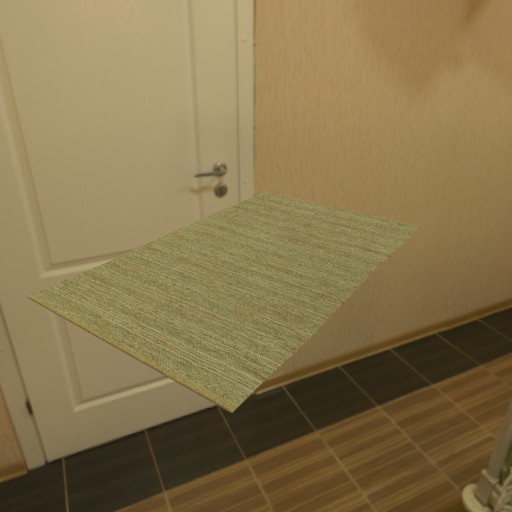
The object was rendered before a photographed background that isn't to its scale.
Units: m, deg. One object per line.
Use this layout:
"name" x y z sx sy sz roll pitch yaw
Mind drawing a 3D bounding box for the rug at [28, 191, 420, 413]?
"rug" 0.000 0.000 3.080 1.540 0.012 2.448 18 31 32
